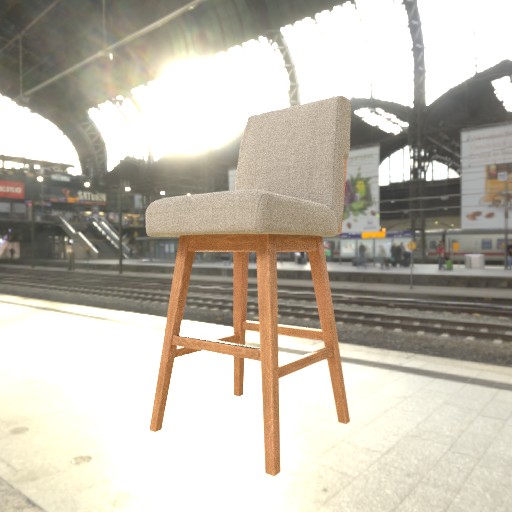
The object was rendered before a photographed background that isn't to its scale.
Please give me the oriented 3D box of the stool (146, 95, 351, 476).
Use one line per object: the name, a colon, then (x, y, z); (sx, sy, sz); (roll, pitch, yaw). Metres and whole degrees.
stool: (0.000, 0.000, 1.451); (0.483, 1.106, 0.569); (1, 1, 37)
